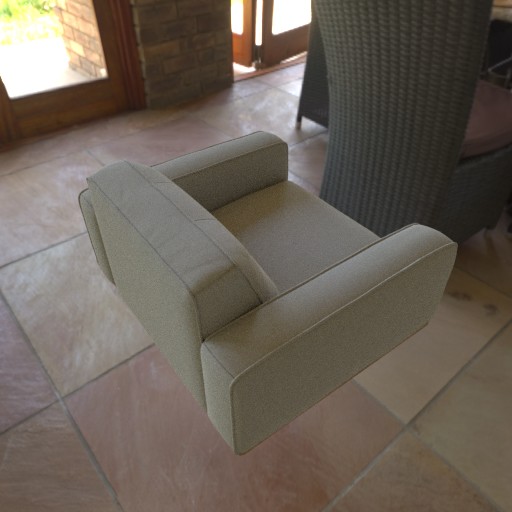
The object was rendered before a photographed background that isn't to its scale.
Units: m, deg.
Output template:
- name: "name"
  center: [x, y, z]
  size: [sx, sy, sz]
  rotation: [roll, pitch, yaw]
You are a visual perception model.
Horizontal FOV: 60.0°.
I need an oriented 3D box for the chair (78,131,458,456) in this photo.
- name: "chair"
  center: [0.000, 0.000, 1.725]
  size: [0.953, 0.779, 1.115]
  rotation: [-26, 47, -27]
